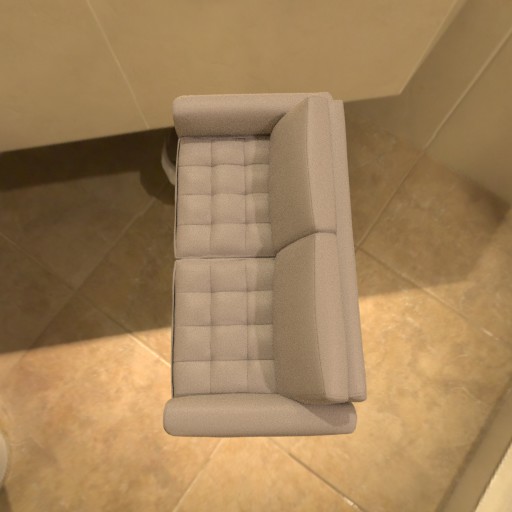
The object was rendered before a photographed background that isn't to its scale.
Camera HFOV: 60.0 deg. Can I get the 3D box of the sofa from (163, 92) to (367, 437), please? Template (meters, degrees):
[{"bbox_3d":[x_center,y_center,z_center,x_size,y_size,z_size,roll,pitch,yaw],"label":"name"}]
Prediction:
[{"bbox_3d":[0.000,0.000,2.829,1.121,0.930,2.177,-1,75,0],"label":"sofa"}]
